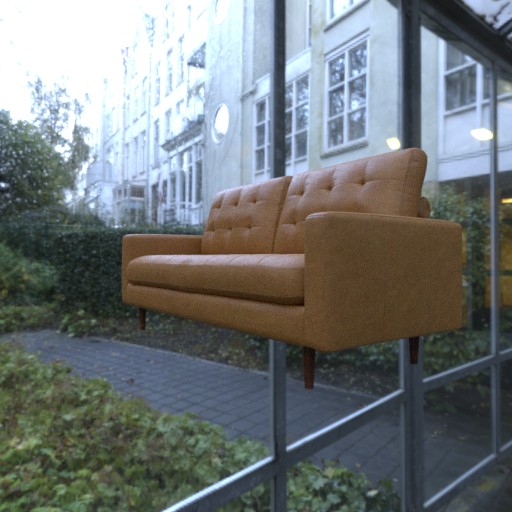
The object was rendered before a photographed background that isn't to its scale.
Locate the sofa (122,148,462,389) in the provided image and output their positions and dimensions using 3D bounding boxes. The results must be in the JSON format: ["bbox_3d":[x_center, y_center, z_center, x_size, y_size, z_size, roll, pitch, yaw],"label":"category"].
[{"bbox_3d":[0.000,0.000,2.289,0.850,0.898,1.821,0,0,-36],"label":"sofa"}]
